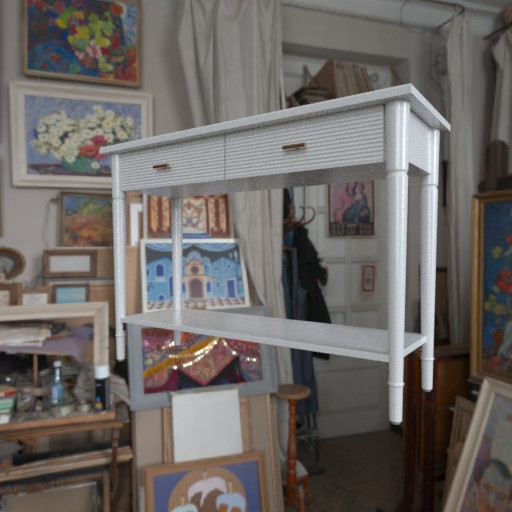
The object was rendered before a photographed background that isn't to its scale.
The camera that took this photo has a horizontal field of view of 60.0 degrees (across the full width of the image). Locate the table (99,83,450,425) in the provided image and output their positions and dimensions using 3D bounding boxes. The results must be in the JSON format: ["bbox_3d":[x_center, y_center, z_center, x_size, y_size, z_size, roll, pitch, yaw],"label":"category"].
[{"bbox_3d":[0.000,0.000,1.402,1.067,0.749,0.381,1,1,35],"label":"table"}]
